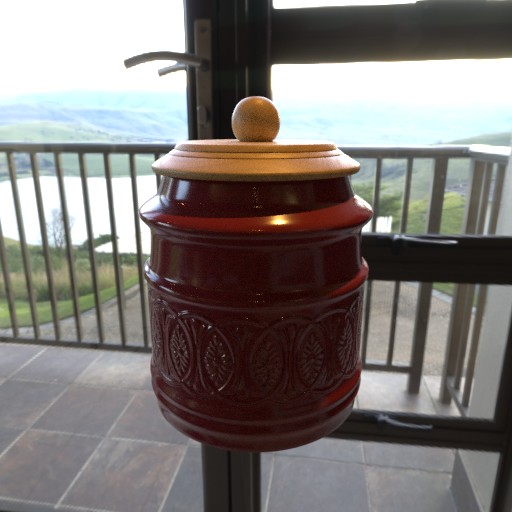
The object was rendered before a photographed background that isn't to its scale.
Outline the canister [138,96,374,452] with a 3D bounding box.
[{"bbox_3d":[0.000,0.000,0.260,0.130,0.176,0.130,0,16,0],"label":"canister"}]
